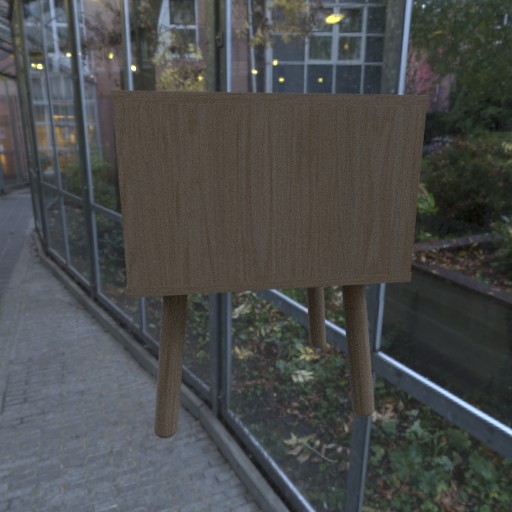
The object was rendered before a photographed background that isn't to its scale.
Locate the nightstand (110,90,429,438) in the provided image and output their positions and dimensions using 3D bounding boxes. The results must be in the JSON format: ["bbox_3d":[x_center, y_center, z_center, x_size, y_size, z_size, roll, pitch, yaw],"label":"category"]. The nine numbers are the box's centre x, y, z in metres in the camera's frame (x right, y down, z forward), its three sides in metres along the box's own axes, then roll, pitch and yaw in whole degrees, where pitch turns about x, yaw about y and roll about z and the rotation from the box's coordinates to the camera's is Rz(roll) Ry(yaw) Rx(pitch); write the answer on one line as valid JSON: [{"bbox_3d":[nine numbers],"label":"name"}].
[{"bbox_3d":[0.000,0.000,0.870,0.450,0.571,0.380,-3,15,-9],"label":"nightstand"}]
